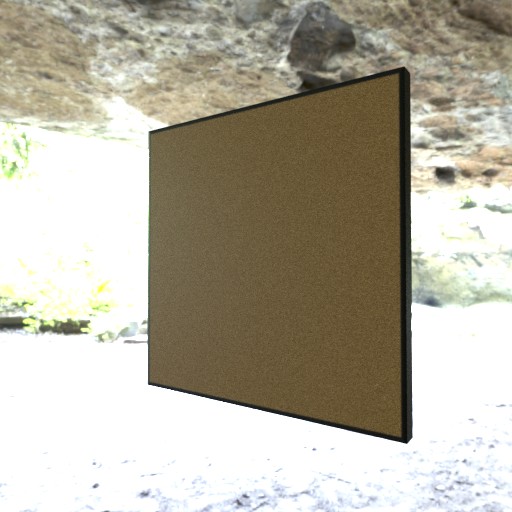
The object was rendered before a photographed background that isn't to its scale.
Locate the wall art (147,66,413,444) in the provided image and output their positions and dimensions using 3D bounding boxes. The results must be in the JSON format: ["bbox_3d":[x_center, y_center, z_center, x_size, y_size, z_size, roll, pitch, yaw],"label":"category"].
[{"bbox_3d":[0.000,0.000,0.756,0.513,0.511,0.028,-1,-1,35],"label":"wall art"}]
